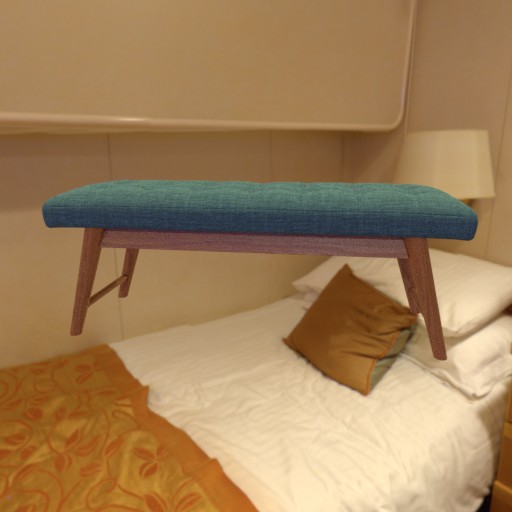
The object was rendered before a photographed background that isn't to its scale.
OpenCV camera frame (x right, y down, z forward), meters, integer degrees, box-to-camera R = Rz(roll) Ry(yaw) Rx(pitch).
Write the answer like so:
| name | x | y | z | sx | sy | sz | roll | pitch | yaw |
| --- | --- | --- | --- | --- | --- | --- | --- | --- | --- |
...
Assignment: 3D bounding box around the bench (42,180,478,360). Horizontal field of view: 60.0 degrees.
| name | x | y | z | sx | sy | sz | roll | pitch | yaw |
| --- | --- | --- | --- | --- | --- | --- | --- | --- | --- |
| bench | 0.000 | 0.000 | 1.349 | 1.118 | 0.432 | 0.406 | 2 | 15 | 8 |
